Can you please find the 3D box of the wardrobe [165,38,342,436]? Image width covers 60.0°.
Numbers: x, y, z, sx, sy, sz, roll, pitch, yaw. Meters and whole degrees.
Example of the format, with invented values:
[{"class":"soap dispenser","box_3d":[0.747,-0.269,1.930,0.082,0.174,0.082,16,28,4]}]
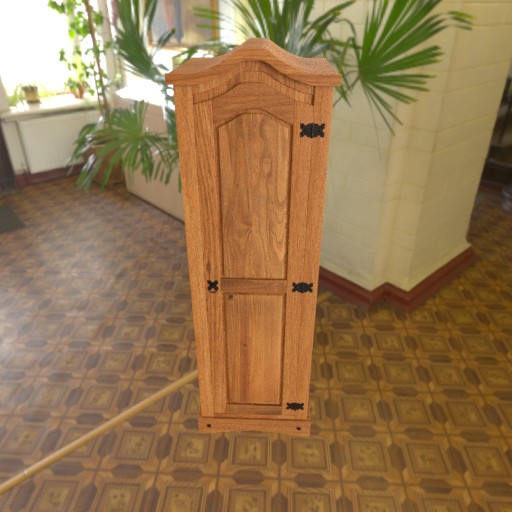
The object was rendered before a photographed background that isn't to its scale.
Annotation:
[{"class":"wardrobe","box_3d":[0.000,0.000,2.141,0.590,1.870,0.570,1,30,2]}]
